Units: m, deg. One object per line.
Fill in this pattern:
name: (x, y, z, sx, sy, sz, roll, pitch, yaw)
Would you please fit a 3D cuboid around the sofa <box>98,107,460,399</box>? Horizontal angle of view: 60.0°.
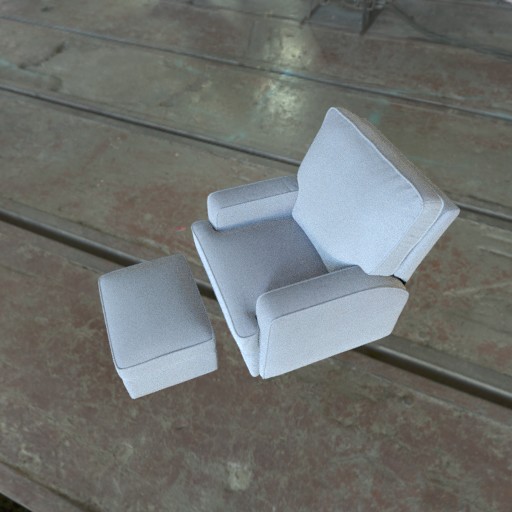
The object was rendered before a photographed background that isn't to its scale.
sofa: (0.000, 0.000, 2.079, 1.472, 0.959, 0.861, -16, 50, -14)
